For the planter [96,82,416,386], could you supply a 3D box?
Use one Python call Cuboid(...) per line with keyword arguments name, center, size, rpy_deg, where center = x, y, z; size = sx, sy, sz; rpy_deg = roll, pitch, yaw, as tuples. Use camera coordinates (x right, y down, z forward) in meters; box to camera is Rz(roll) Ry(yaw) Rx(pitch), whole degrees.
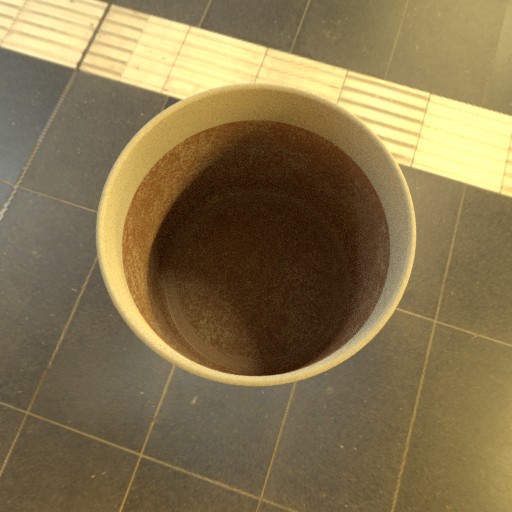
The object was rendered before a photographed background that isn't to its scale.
Cuboid(name="planter", center=(0.000, 0.000, 0.285), size=(0.159, 0.138, 0.159), rpy_deg=(0, 75, 0))
